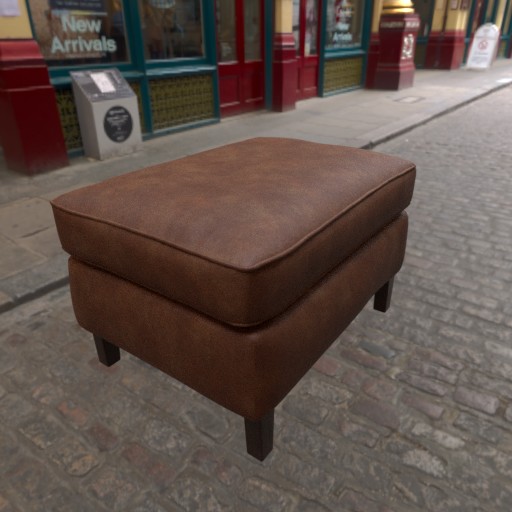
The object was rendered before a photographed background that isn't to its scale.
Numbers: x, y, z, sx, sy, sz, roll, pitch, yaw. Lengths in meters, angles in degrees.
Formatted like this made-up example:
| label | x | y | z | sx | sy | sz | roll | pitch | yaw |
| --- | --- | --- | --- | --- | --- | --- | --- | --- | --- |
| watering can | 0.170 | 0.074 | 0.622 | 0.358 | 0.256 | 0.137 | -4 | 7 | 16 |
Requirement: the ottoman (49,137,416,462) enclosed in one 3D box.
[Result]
| label | x | y | z | sx | sy | sz | roll | pitch | yaw |
| --- | --- | --- | --- | --- | --- | --- | --- | --- | --- |
| ottoman | 0.000 | 0.000 | 0.980 | 0.501 | 0.418 | 0.665 | 18 | 32 | 32 |
